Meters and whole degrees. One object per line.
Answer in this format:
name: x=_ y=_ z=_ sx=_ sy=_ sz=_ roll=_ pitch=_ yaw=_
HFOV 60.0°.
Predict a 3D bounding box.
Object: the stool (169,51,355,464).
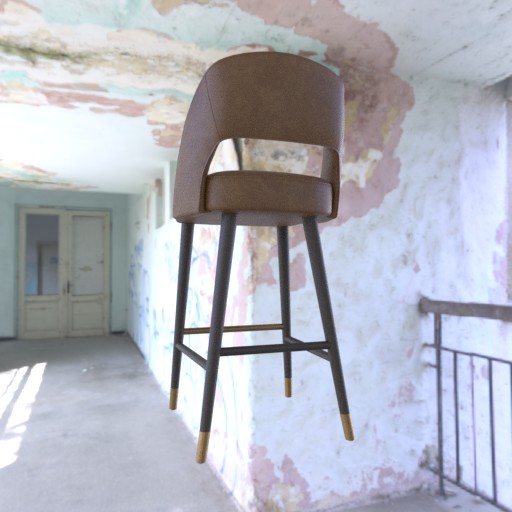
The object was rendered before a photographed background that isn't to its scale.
stool: x=0.000 y=0.000 z=1.362 sx=0.494 sy=1.037 sz=0.509 roll=0 pitch=-1 yaw=-20
